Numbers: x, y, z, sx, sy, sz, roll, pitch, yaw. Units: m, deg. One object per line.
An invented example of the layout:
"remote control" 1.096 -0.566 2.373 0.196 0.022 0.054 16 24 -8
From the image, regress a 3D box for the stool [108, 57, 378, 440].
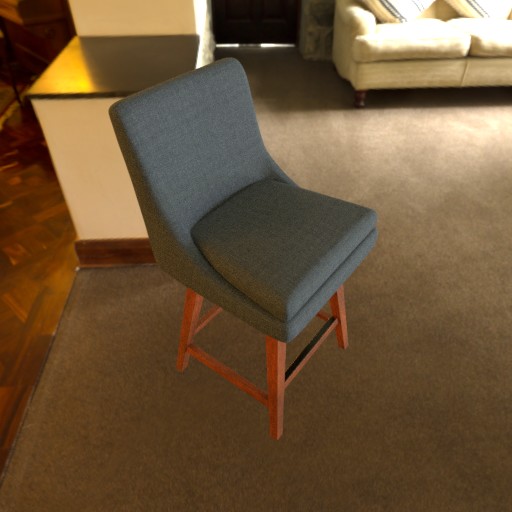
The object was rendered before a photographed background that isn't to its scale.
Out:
"stool" 0.000 0.000 1.250 0.524 0.895 0.467 27 48 27
